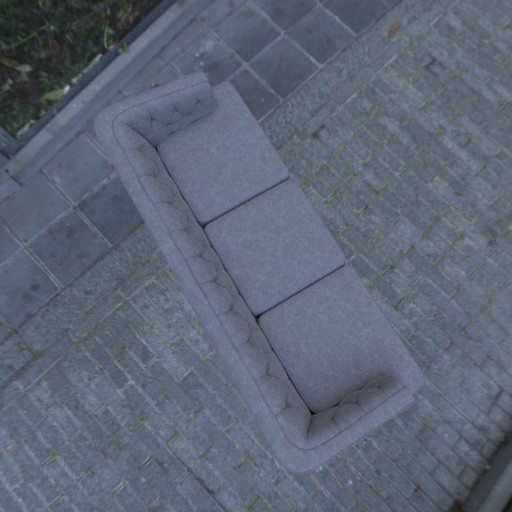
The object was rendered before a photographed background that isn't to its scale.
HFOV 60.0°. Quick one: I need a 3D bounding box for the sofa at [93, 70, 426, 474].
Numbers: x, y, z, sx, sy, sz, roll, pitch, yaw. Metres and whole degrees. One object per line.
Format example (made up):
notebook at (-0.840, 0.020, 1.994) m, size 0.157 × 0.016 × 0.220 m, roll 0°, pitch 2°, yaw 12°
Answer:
sofa at (0.000, 0.000, 2.667) m, size 0.917 × 0.806 × 2.247 m, roll -30°, pitch 78°, yaw -7°
